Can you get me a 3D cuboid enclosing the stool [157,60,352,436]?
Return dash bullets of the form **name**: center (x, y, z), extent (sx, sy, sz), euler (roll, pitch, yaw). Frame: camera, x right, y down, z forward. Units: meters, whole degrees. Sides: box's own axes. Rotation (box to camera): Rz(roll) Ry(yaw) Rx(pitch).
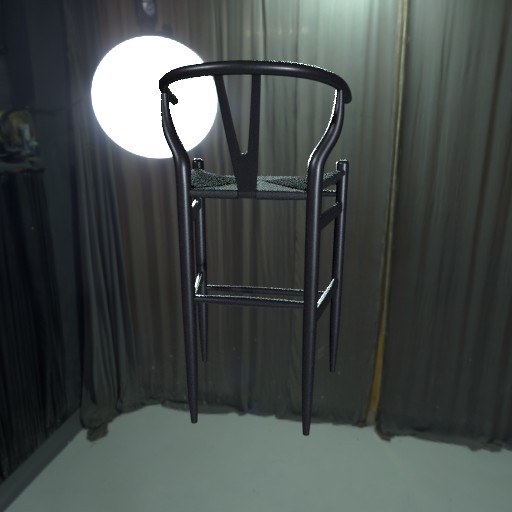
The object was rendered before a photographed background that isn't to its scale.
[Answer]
- **stool**: center (0.000, 0.000, 1.412), extent (0.569, 1.072, 0.579), euler (3, 16, 9)
